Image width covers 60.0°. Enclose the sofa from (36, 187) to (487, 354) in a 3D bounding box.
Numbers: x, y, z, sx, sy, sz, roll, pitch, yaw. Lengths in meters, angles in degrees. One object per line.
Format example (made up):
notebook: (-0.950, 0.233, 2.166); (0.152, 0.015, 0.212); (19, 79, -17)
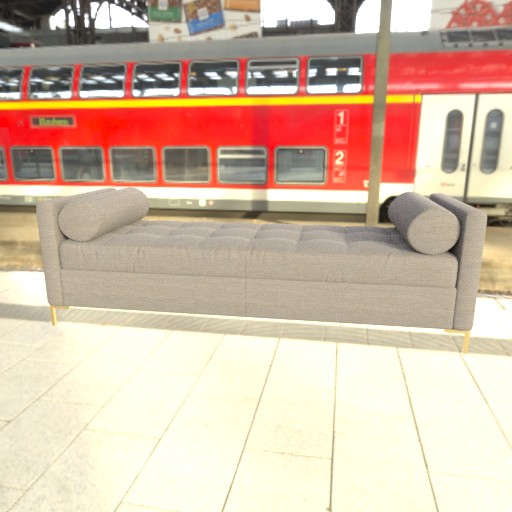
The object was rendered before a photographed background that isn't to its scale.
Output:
sofa: (0.000, 0.000, 2.309); (1.981, 0.635, 0.686); (2, 15, 9)
